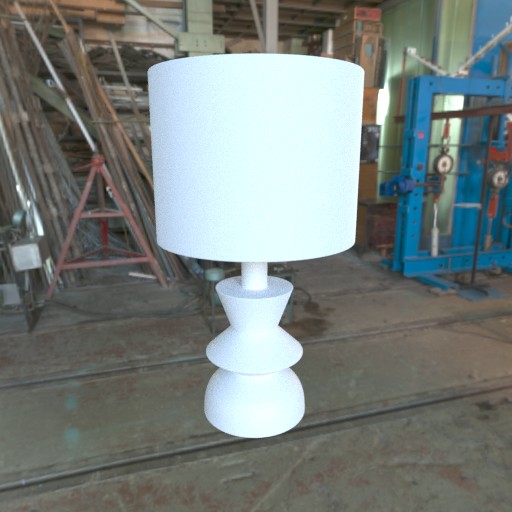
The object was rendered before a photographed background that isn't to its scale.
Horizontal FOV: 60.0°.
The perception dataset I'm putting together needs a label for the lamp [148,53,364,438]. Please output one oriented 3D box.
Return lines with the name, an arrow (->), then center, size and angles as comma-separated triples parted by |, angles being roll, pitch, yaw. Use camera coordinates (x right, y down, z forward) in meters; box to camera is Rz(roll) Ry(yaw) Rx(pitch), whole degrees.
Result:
lamp -> 0.000, 0.000, 0.696 | 0.301, 0.533, 0.301 | 7, 16, 26
